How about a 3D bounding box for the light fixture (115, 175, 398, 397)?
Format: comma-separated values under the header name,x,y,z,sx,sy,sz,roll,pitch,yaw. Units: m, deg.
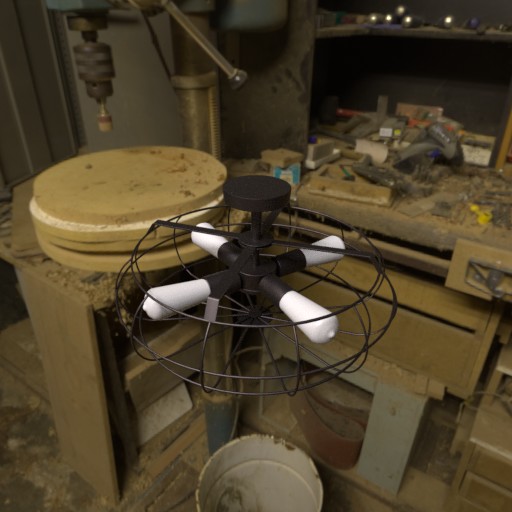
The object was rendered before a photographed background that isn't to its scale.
name,x,y,z,sx,sy,sz,roll,pitch,yaw
light fixture,0.000,0.000,0.924,0.582,0.311,0.582,0,30,0
